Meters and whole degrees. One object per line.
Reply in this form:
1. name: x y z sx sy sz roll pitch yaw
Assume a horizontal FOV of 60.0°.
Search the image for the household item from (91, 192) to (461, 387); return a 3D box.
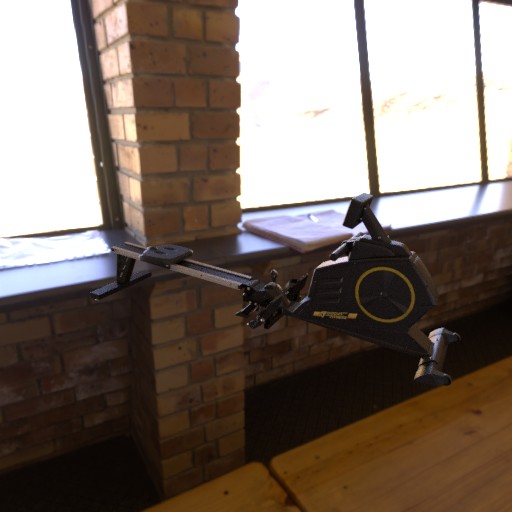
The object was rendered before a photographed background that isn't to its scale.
1. household item: 0.000 0.000 2.590 2.251 0.810 0.521 9 20 27
